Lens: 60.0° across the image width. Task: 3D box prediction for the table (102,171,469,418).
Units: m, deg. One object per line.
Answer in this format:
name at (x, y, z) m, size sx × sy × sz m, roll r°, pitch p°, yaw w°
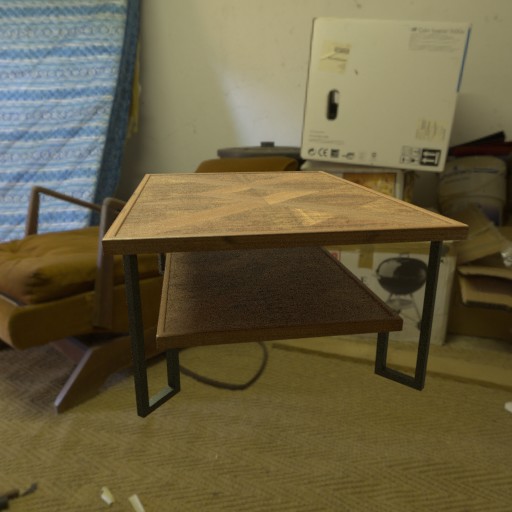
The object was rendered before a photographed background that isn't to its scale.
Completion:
table at (0.000, 0.000, 1.685) m, size 0.877 × 0.492 × 1.238 m, roll -3°, pitch 17°, yaw -9°
